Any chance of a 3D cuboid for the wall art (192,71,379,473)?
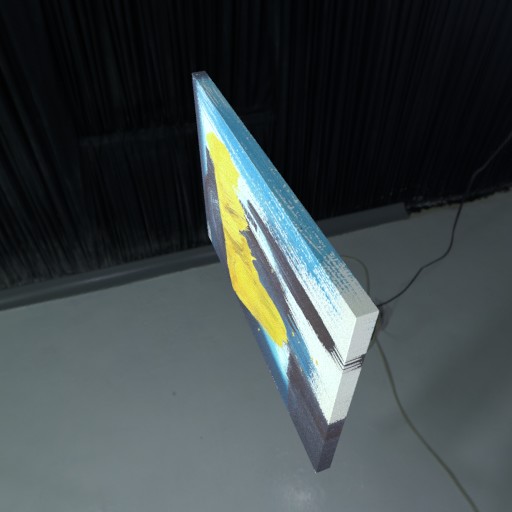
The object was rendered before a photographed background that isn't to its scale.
[{"bbox_3d":[0.000,0.000,1.157,0.039,0.610,0.914,-15,47,-15],"label":"wall art"}]
